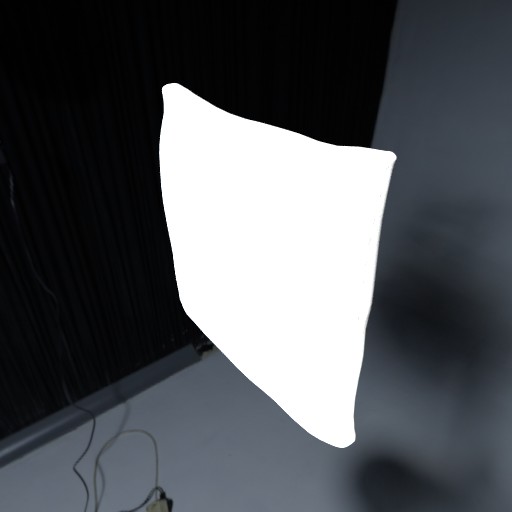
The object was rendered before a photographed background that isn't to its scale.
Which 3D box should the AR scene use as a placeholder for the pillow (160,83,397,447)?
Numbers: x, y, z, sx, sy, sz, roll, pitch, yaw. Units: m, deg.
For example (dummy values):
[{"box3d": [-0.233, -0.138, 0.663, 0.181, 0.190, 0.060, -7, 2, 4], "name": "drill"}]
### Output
[{"box3d": [0.000, 0.000, 0.757, 0.219, 0.491, 0.496, -21, 37, -31], "name": "pillow"}]
